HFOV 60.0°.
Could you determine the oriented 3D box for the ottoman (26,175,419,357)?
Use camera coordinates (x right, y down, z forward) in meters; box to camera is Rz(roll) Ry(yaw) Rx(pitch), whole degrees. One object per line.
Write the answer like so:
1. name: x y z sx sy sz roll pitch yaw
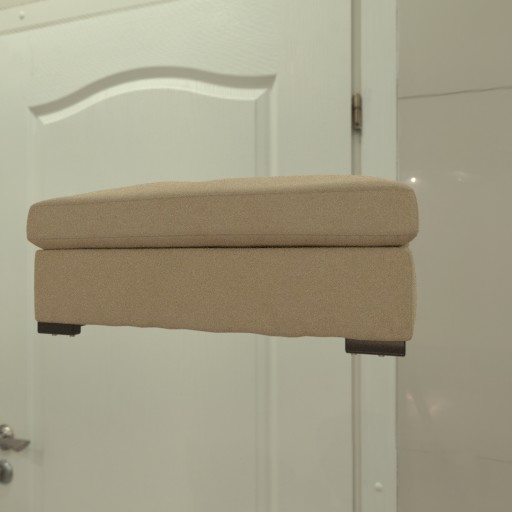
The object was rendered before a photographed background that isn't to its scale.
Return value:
1. ottoman: 0.000 0.000 1.801 1.205 0.522 1.190 0 0 18
